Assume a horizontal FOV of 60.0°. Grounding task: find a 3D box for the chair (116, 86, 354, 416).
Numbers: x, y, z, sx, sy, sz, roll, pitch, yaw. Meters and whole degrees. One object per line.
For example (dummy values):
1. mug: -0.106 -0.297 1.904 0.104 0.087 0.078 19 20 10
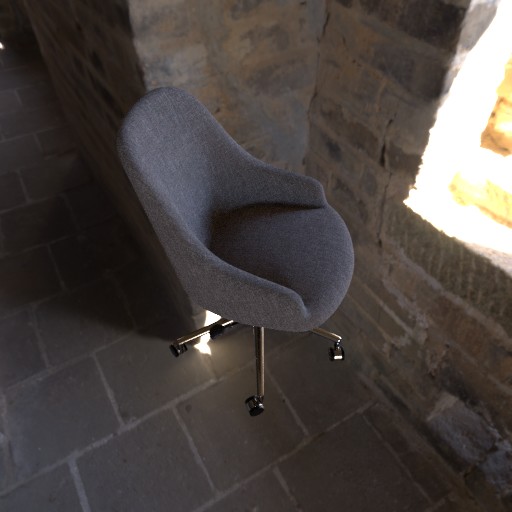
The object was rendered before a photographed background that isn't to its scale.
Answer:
1. chair: 0.000 0.000 1.455 0.712 0.950 0.671 9 47 9
